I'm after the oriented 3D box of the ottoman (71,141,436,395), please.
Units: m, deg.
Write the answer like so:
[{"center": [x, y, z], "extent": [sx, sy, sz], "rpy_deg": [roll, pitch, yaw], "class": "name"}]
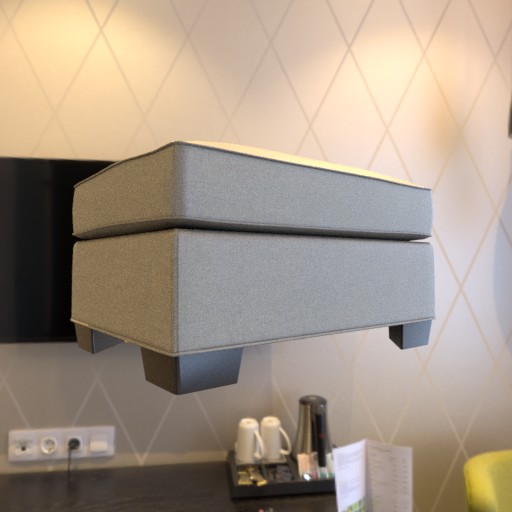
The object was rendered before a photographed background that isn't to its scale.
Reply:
[{"center": [0.000, 0.000, 1.250], "extent": [0.843, 0.504, 0.619], "rpy_deg": [1, -1, -38], "class": "ottoman"}]
